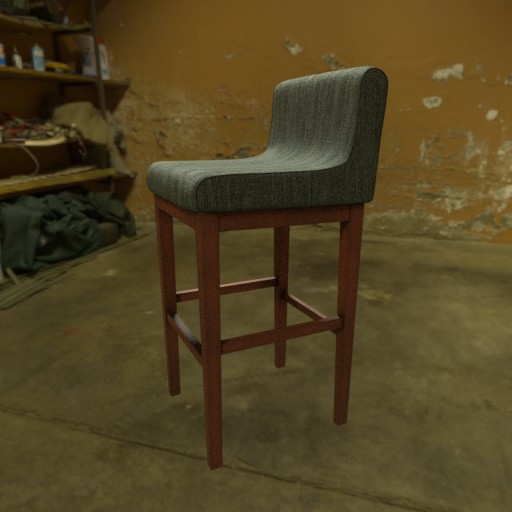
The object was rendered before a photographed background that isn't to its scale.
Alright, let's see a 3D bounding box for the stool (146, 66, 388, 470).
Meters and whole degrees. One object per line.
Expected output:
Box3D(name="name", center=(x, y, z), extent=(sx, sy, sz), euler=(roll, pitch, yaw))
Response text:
Box3D(name="stool", center=(0.000, 0.000, 1.233), extent=(0.499, 0.965, 0.426), euler=(-8, 18, -25))
